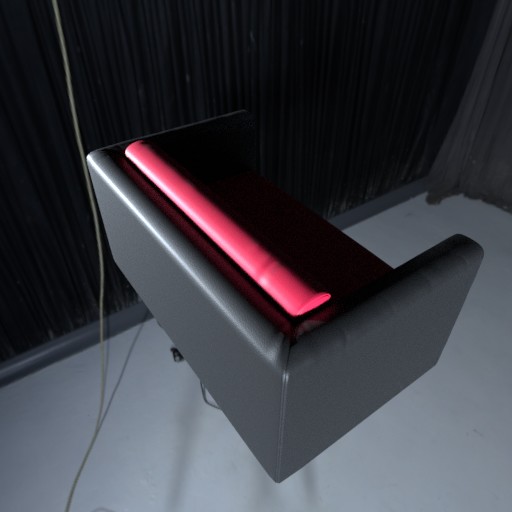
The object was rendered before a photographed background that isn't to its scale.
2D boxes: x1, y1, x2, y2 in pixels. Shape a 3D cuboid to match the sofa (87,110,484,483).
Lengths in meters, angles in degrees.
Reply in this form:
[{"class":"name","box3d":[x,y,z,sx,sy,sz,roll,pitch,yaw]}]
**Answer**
[{"class":"sofa","box3d":[0.000,0.000,1.878,0.845,0.735,1.410,-25,46,-26]}]
